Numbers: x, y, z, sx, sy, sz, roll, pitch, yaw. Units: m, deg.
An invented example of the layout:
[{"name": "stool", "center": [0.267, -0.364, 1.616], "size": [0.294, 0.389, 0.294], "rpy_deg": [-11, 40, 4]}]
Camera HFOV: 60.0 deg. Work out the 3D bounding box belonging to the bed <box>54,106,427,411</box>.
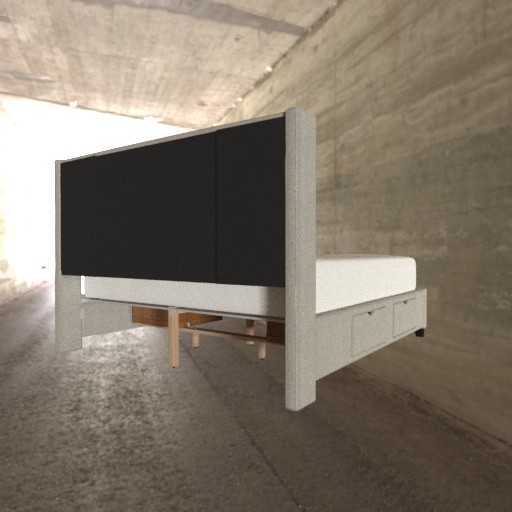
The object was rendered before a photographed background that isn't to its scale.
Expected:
[{"name": "bed", "center": [0.000, 0.000, 3.655], "size": [2.140, 1.470, 2.280], "rpy_deg": [0, 1, 36]}]
